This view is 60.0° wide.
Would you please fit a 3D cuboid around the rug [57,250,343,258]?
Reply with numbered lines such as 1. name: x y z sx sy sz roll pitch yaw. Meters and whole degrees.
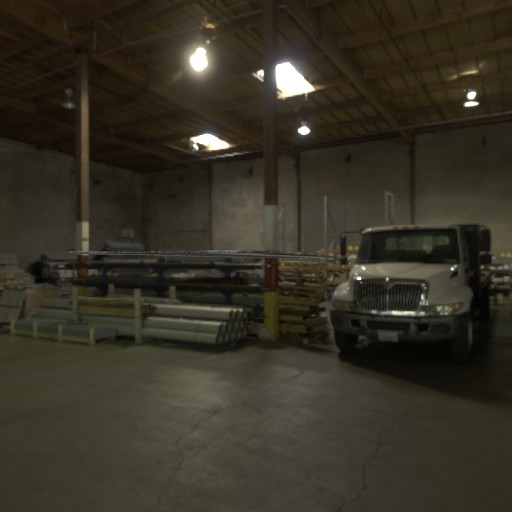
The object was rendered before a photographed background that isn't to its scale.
1. rug: 0.000 0.000 2.661 0.760 0.012 2.434 0 -1 18
